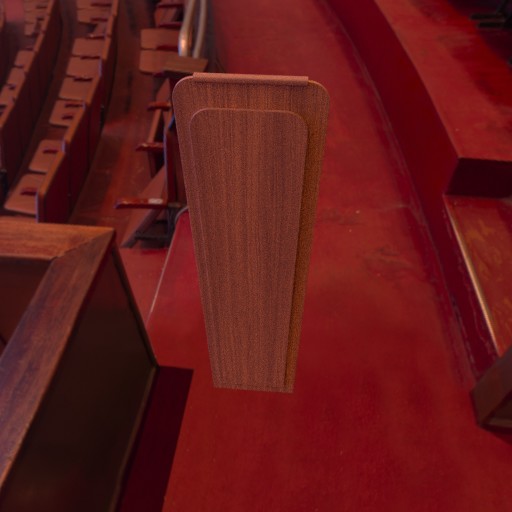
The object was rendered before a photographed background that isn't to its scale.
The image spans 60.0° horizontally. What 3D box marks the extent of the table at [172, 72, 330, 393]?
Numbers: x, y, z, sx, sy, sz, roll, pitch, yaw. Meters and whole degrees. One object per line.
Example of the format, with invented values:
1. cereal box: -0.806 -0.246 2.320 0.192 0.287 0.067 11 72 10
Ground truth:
1. table: 0.000 0.000 2.005 0.450 1.830 0.420 3 47 3
